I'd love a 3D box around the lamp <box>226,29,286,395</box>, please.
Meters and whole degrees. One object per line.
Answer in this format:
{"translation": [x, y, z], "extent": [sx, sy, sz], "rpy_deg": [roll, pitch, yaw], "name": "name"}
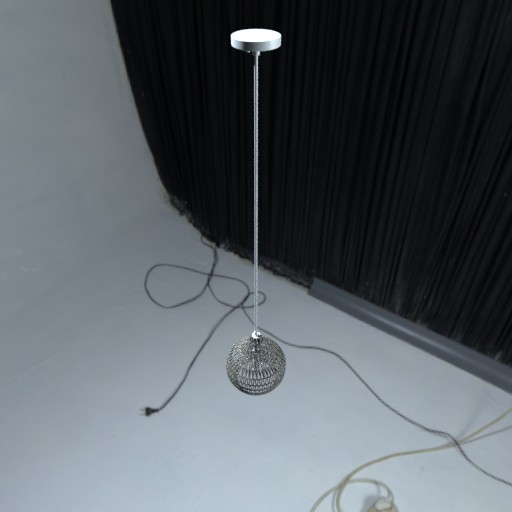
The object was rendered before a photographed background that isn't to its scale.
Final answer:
{"translation": [0.000, 0.000, 2.094], "extent": [0.355, 1.919, 0.355], "rpy_deg": [25, 46, 27], "name": "lamp"}
